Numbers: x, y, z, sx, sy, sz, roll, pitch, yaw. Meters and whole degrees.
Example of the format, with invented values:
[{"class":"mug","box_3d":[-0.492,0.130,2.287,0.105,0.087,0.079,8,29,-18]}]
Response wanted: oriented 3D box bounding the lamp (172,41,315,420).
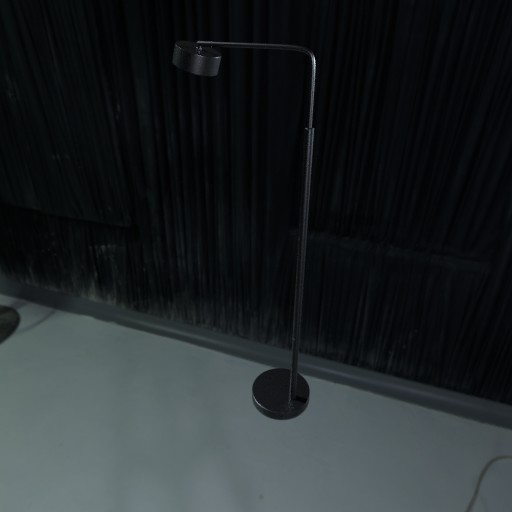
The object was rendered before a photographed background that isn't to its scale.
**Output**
[{"class":"lamp","box_3d":[0.000,0.000,1.405,0.418,1.230,0.219,9,33,15]}]
